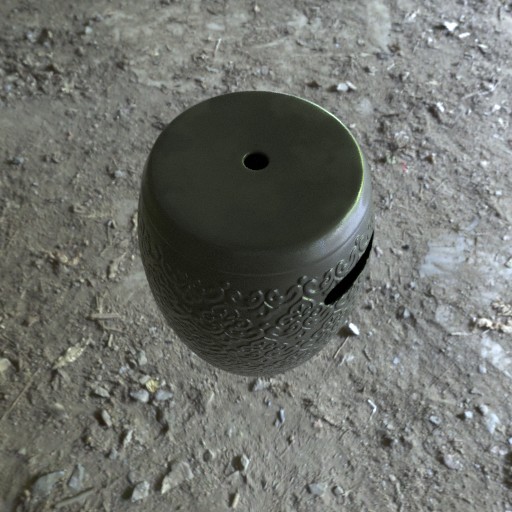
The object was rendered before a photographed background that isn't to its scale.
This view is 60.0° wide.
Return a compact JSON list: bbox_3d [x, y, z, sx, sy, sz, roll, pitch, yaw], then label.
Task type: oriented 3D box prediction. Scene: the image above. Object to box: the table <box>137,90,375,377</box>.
[{"bbox_3d":[0.000,0.000,0.640,0.309,0.397,0.309,0,59,0],"label":"table"}]
